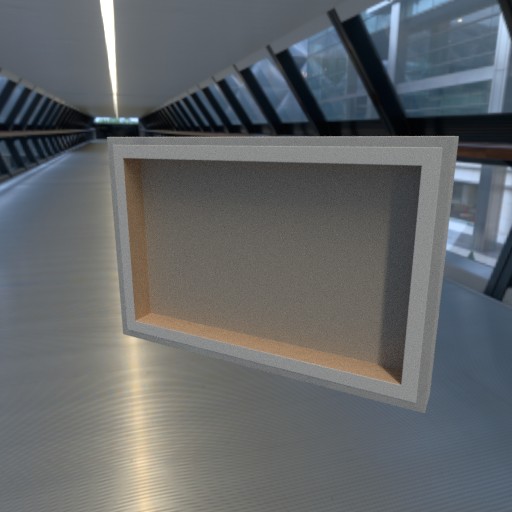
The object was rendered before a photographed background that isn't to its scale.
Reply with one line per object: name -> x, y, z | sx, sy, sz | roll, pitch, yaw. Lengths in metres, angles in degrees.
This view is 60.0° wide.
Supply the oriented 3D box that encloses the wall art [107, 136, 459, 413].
wall art -> 0.000, 0.000, 0.490 | 0.381, 0.254, 0.038 | 8, 17, 27
